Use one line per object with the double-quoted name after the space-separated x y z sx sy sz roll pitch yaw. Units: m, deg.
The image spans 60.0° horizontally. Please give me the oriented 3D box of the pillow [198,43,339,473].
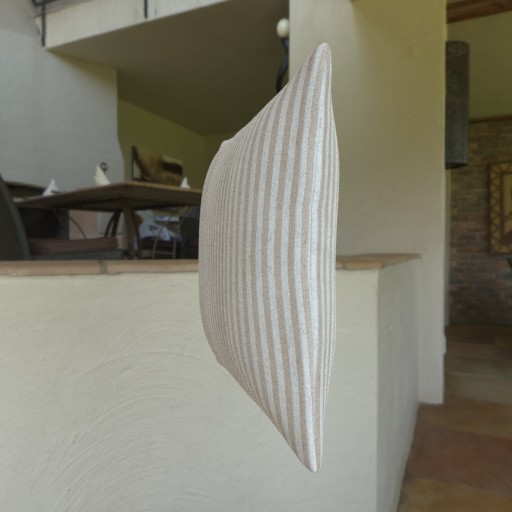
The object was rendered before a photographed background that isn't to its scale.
0.000 0.000 0.770 0.166 0.510 0.523 0 1 -17 "pillow"
